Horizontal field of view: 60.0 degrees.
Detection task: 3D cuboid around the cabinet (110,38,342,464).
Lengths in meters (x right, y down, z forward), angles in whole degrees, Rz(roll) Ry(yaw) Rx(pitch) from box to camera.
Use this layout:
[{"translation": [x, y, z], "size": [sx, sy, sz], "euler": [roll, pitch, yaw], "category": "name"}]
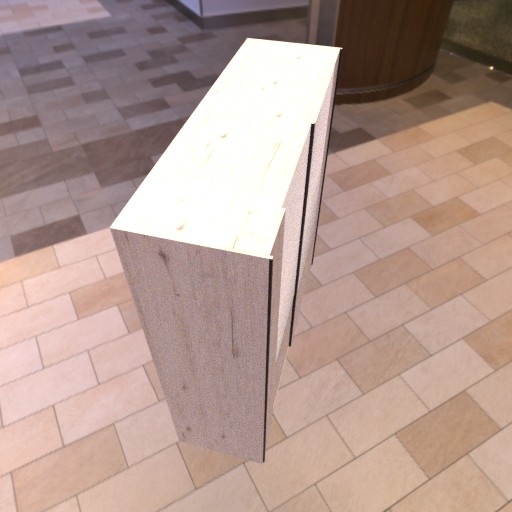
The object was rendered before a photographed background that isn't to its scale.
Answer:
[{"translation": [0.000, 0.000, 3.145], "size": [0.660, 2.180, 2.000], "euler": [11, 47, 10], "category": "cabinet"}]
